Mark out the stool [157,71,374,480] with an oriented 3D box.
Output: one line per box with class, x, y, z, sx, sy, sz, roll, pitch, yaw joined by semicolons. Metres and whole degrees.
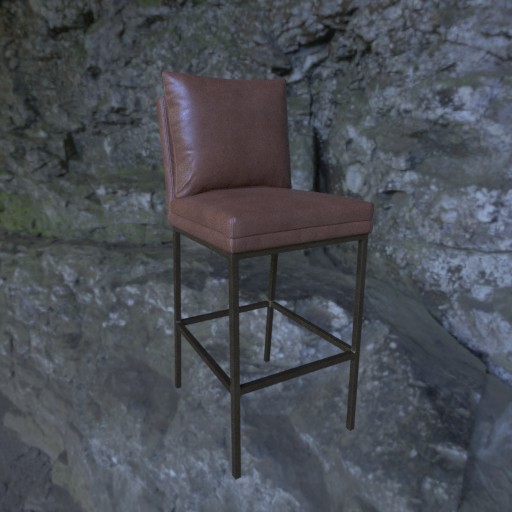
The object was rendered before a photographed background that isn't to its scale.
stool;0.000;0.000;1.433;0.463;1.124;0.571;-9;19;-28
